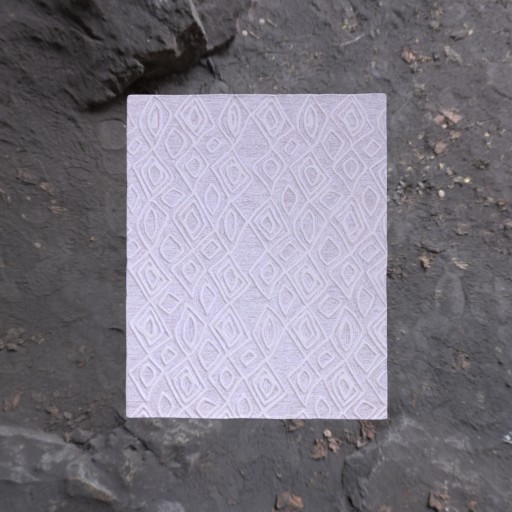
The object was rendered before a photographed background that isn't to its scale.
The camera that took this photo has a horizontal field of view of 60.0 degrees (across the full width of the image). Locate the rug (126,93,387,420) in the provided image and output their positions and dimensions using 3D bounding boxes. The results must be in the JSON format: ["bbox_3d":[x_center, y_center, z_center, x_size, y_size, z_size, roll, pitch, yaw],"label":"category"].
[{"bbox_3d":[0.000,0.000,4.156,2.449,0.025,3.049,0,89,1],"label":"rug"}]
